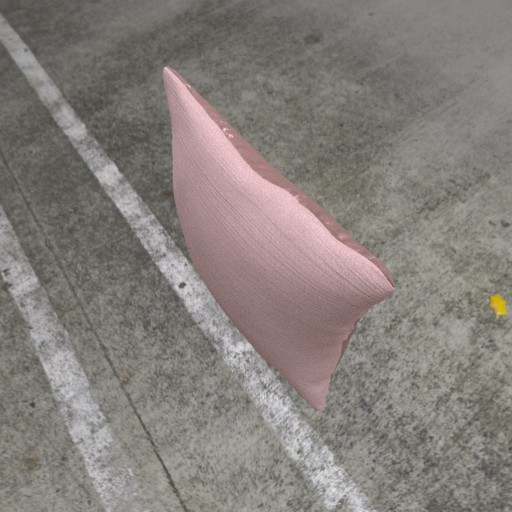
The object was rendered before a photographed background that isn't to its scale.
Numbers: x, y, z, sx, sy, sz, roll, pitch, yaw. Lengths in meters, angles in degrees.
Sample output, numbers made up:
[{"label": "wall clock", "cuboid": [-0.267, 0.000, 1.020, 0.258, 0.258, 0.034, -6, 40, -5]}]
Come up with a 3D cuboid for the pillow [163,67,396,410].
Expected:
[{"label": "pillow", "cuboid": [0.000, 0.000, 0.746, 0.175, 0.464, 0.470, -31, 63, -18]}]
